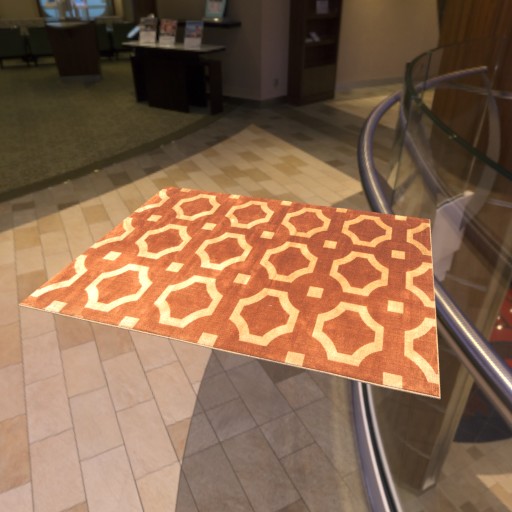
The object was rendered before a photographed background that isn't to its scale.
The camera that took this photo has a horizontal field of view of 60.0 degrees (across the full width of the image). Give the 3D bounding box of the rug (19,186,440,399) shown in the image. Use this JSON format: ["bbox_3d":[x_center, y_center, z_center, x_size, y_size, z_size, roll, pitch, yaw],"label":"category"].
[{"bbox_3d":[0.000,0.000,4.009,3.049,0.021,2.466,9,33,15],"label":"rug"}]
